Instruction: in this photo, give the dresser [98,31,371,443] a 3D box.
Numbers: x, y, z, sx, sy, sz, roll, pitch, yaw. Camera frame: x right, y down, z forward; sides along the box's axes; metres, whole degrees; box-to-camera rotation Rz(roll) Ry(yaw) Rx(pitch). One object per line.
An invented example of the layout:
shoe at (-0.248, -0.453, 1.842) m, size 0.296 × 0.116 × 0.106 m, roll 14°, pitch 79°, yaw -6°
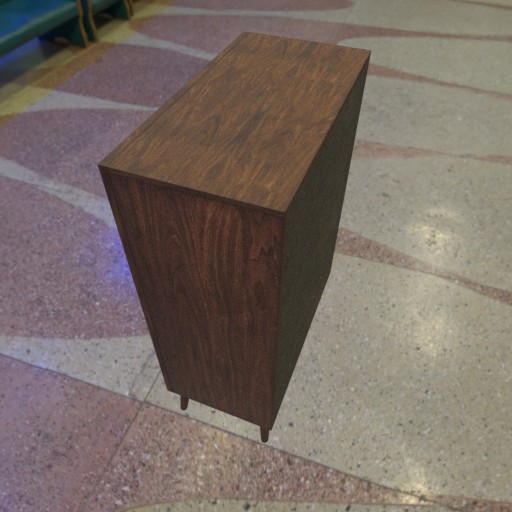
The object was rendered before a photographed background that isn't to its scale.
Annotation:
dresser at (0.000, 0.000, 1.801) m, size 0.498 × 1.365 × 0.919 m, roll 16°, pitch 49°, yaw 15°
